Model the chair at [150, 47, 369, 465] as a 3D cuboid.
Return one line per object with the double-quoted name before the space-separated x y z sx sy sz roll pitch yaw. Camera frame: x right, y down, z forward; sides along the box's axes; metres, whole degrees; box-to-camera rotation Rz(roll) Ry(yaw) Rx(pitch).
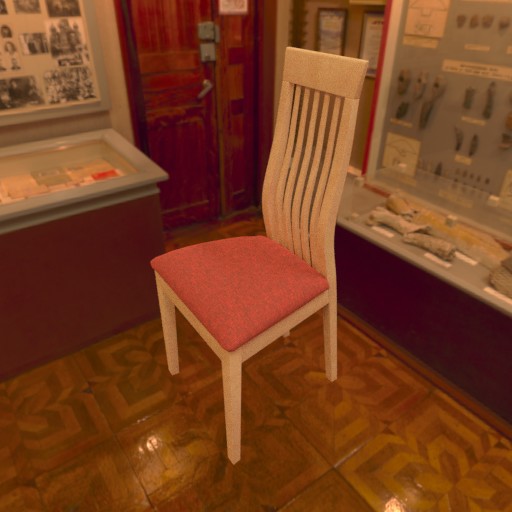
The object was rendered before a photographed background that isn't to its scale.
"chair" 0.000 0.000 1.259 0.474 1.027 0.460 -20 37 -28
